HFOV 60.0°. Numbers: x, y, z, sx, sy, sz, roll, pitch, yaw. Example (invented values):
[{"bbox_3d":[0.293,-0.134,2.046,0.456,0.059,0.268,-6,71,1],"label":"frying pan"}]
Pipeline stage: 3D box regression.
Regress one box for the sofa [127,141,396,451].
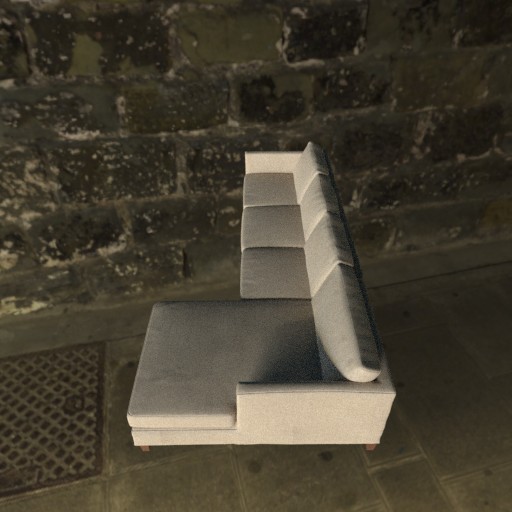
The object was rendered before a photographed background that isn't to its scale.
[{"bbox_3d":[0.000,0.000,3.932,1.625,0.846,3.186,0,39,0],"label":"sofa"}]
